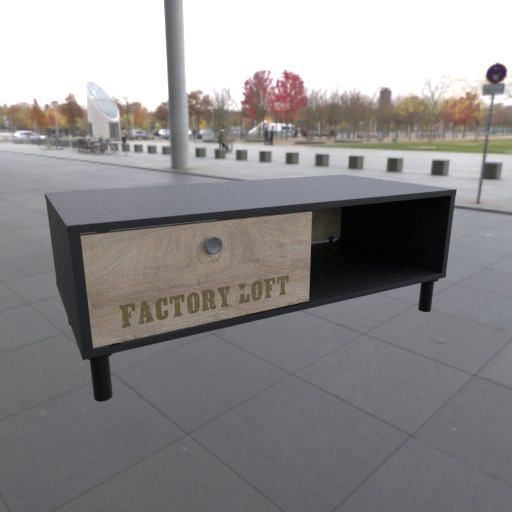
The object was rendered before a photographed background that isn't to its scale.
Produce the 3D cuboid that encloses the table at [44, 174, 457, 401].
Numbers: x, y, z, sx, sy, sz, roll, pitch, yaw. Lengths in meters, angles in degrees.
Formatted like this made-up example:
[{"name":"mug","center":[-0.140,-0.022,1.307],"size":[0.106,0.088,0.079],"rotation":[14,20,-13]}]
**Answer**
[{"name":"table","center":[0.000,0.000,1.363],"size":[1.100,0.400,0.550],"rotation":[-9,18,-28]}]
